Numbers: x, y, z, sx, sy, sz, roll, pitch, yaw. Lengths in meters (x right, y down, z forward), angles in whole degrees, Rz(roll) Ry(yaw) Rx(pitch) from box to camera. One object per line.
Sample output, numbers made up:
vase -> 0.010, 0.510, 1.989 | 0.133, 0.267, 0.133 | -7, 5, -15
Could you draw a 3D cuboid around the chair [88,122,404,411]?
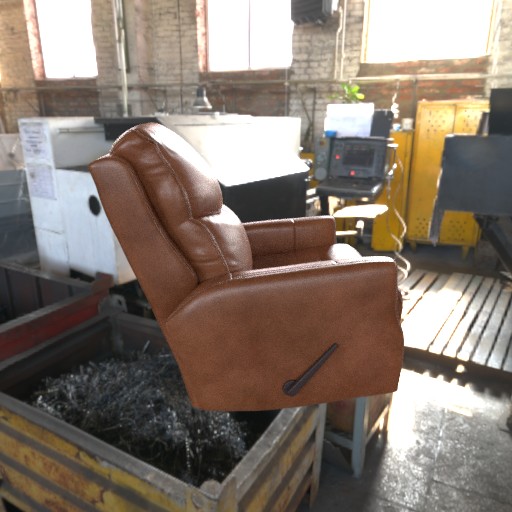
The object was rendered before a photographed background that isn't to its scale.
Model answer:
chair -> 0.000, 0.000, 1.765 | 1.072, 1.016, 0.821 | -3, 18, -8
